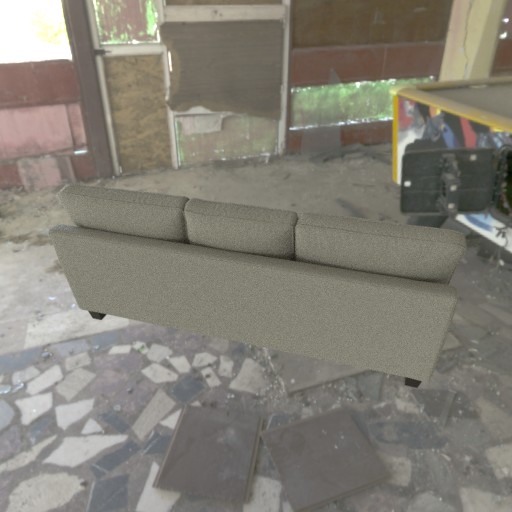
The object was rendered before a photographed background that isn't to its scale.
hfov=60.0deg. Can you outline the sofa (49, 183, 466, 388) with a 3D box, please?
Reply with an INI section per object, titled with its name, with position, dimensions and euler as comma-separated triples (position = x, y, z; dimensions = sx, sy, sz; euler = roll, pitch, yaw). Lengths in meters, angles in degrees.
[sofa]
position = 0.000, 0.000, 2.898
dimensions = 2.323, 0.997, 1.016
euler = 9, 33, 14
